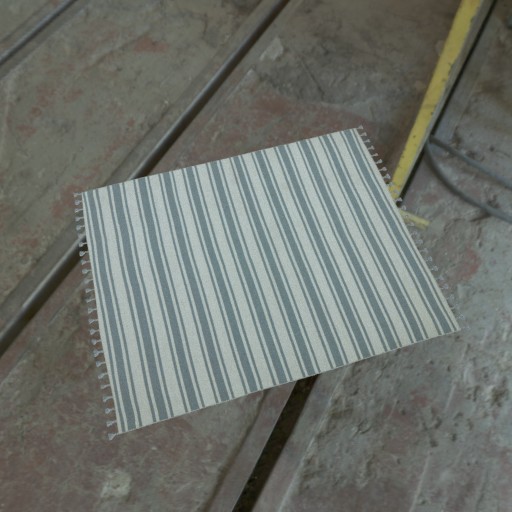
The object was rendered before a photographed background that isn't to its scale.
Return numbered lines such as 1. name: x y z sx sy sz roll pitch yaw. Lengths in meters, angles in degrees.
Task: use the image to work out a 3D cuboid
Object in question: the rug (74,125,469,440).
1. rug: 0.000 0.000 4.197 3.201 0.005 2.439 -15 64 -7
